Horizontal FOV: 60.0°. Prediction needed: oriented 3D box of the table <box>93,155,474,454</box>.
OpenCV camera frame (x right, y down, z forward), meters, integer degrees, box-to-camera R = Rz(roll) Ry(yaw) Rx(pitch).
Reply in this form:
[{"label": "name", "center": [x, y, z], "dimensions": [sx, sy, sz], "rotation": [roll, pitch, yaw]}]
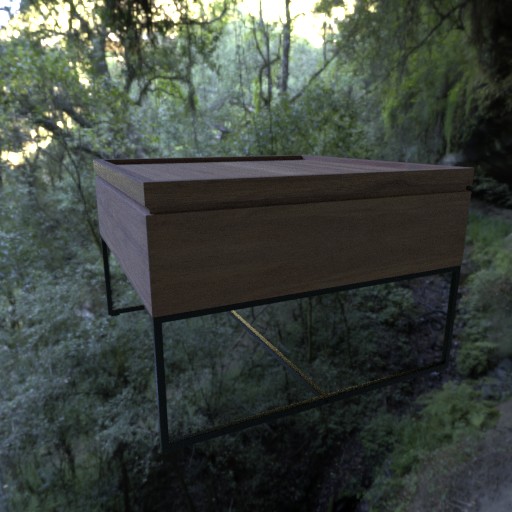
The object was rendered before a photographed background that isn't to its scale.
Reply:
[{"label": "table", "center": [0.000, 0.000, 1.128], "dimensions": [0.676, 0.464, 0.679], "rotation": [-7, 17, -24]}]
